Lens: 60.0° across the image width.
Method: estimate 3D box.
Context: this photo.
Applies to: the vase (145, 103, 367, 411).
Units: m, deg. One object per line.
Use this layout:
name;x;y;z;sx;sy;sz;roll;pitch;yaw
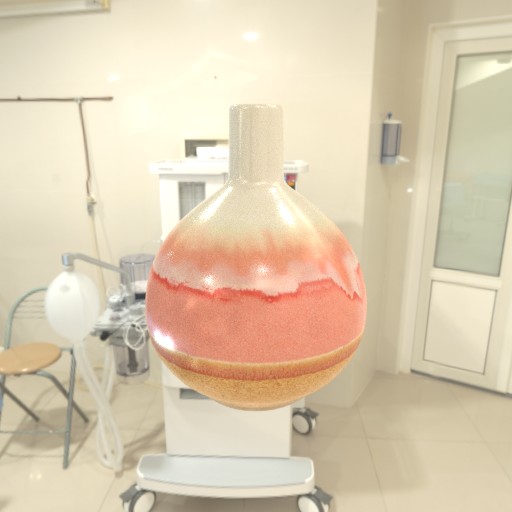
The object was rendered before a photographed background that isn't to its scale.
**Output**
vase;0.000;0.000;0.273;0.137;0.176;0.137;0;16;0
